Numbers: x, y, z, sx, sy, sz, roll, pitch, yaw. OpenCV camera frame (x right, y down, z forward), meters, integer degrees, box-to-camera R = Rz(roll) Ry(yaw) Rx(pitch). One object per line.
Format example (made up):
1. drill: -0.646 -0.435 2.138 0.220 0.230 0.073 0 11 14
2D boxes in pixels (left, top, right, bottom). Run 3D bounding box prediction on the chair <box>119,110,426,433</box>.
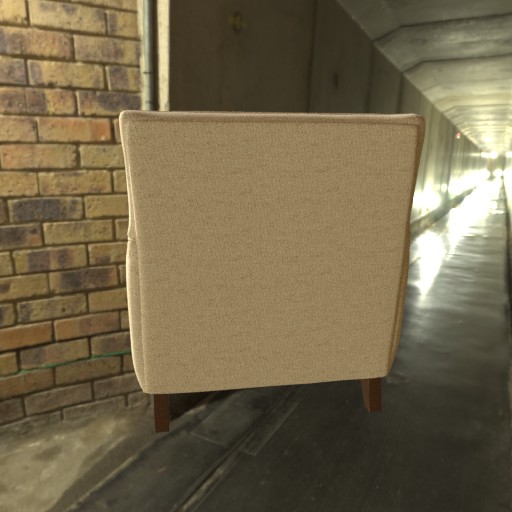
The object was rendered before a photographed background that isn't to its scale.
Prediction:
1. chair: 0.000 0.000 1.617 0.870 0.943 0.823 -2 13 -9
